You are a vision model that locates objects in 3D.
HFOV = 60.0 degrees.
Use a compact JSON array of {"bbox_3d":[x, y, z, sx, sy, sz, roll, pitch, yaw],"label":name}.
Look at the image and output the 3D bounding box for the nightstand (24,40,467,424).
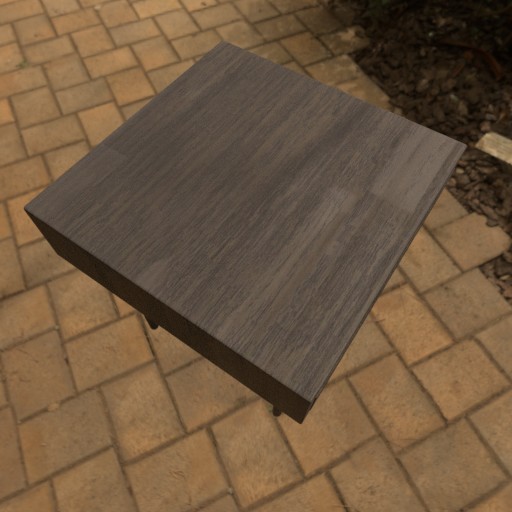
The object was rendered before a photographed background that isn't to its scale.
[{"bbox_3d":[0.000,0.000,0.907,0.503,0.497,0.502,31,64,17],"label":"nightstand"}]
